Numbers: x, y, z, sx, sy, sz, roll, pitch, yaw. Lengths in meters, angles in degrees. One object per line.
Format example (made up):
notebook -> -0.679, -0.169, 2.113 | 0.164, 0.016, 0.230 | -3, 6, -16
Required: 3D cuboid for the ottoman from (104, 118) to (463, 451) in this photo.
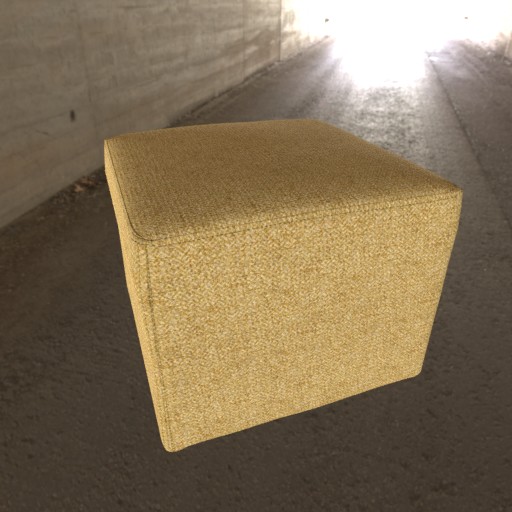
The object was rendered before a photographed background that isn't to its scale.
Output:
ottoman -> 0.000, 0.000, 0.888 | 0.505, 0.441, 0.512 | -11, 32, -18
